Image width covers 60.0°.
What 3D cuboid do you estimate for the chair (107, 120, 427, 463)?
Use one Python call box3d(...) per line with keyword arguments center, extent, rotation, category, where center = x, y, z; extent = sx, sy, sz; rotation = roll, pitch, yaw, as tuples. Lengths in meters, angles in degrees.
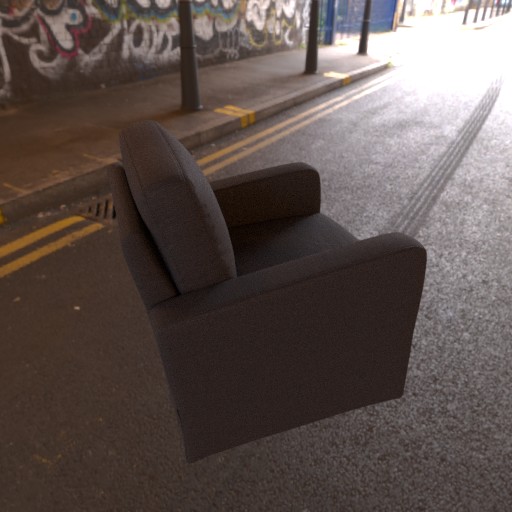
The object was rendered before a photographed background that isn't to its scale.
box3d(center=(0.000, 0.000, 1.512), extent=(0.863, 0.855, 0.798), rotation=(-10, 32, -17), category="chair")
